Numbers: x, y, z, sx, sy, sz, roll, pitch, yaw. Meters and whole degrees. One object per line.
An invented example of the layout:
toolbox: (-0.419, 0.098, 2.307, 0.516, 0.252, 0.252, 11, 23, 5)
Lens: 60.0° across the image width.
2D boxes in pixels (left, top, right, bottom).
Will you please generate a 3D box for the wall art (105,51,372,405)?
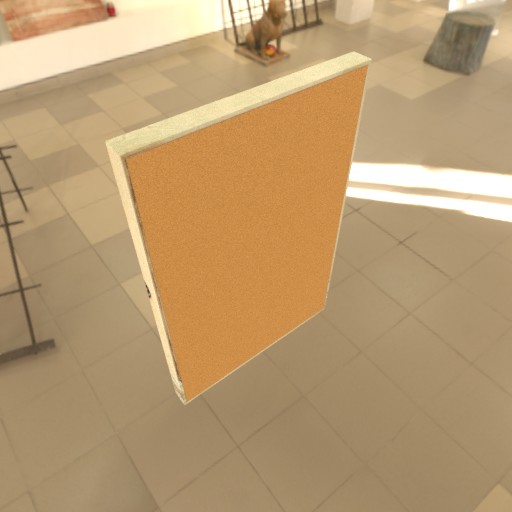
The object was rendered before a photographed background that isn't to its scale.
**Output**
wall art: (0.000, 0.000, 0.794, 0.403, 0.607, 0.036, -30, 53, -25)
